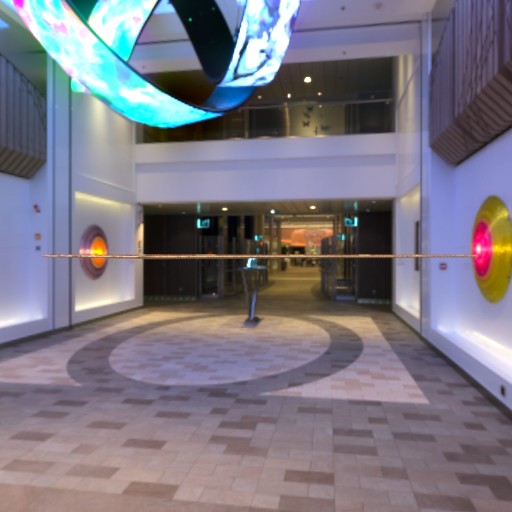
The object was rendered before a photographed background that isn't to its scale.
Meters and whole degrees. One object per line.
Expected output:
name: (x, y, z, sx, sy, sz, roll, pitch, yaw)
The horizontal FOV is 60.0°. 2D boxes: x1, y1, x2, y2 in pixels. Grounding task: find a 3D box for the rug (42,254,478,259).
rug: (0.000, 0.000, 3.981, 3.049, 0.021, 2.466, 0, 0, -37)
